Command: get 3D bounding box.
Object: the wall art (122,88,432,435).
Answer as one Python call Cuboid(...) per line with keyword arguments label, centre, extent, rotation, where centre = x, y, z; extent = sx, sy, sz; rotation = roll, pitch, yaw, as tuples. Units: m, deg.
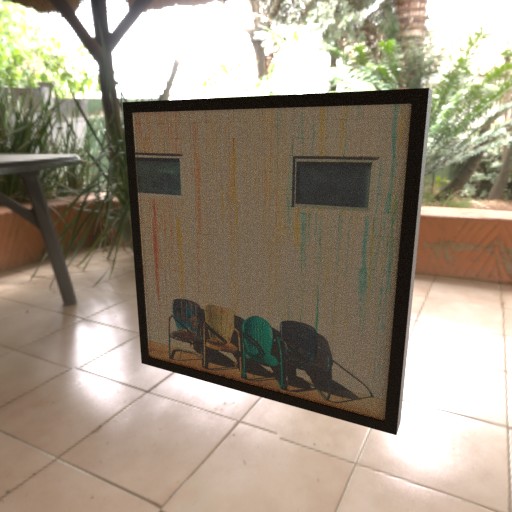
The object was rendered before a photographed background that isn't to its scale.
Cuboid(label="wall art", centre=(0.000, 0.000, 0.748), extent=(0.506, 0.506, 0.037), rotation=(7, 17, 26))
